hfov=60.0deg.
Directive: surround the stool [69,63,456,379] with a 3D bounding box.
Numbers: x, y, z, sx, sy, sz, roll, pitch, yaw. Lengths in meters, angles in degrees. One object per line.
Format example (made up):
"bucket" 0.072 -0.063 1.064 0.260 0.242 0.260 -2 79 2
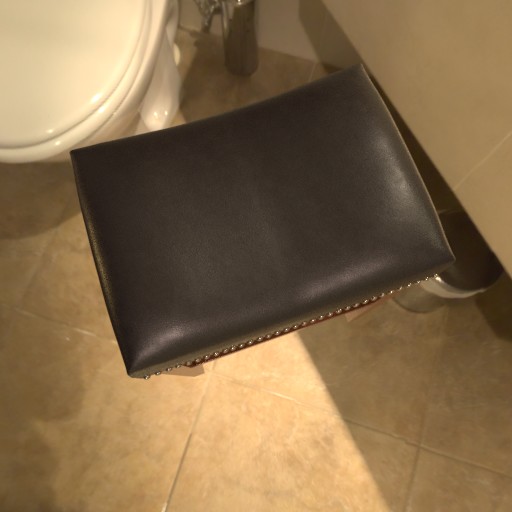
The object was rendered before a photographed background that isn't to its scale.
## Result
"stool" 0.000 0.000 0.948 0.504 0.654 0.372 -18 76 -5
